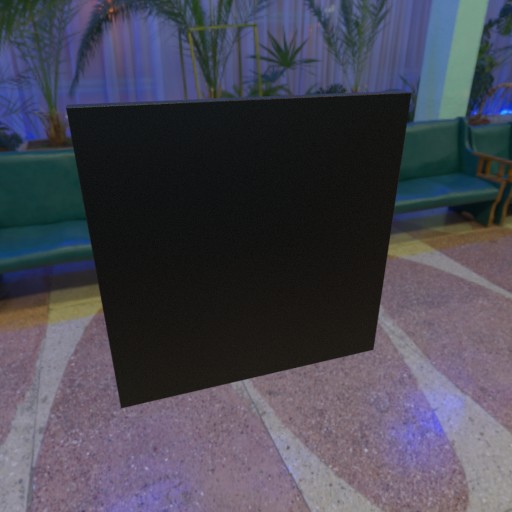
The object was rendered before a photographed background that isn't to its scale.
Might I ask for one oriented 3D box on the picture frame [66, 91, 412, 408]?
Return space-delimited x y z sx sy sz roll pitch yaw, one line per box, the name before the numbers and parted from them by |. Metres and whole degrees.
picture frame | 0.000 0.000 0.823 0.559 0.557 0.029 -9 28 -17
